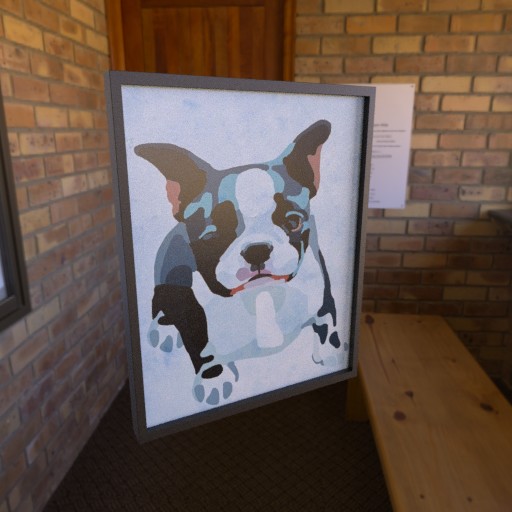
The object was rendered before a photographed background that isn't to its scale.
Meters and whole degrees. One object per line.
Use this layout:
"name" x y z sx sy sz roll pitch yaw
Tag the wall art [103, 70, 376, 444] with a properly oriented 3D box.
"wall art" 0.000 0.000 0.500 0.294 0.369 0.030 -8 17 -27
